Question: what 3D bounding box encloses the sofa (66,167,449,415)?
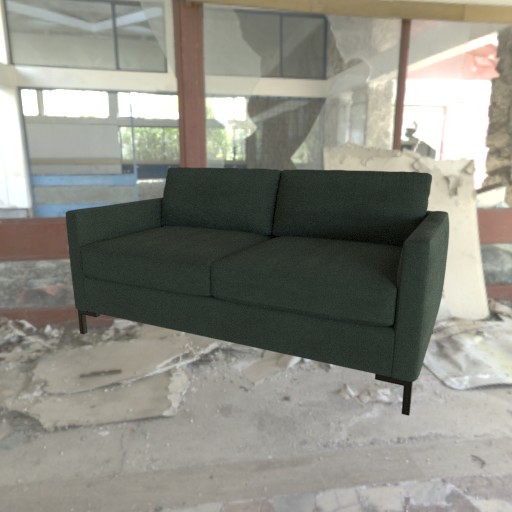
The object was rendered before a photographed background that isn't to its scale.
[{"bbox_3d":[0.000,0.000,2.165,1.676,0.817,0.875,7,15,26],"label":"sofa"}]
